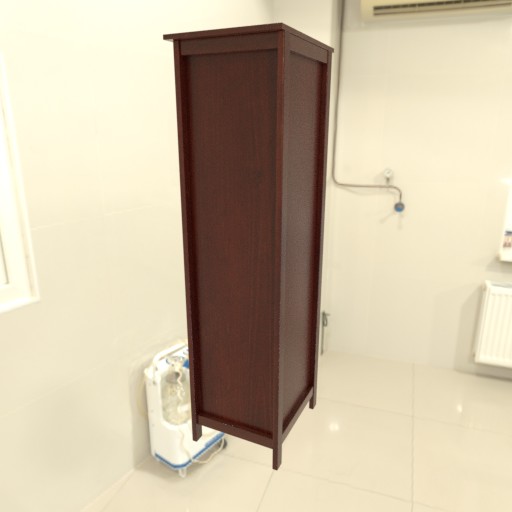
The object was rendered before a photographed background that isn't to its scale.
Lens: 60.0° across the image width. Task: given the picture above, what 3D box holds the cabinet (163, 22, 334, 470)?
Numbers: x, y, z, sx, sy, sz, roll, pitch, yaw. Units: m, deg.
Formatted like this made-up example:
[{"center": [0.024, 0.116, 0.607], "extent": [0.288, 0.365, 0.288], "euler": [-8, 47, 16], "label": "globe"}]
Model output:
[{"center": [0.000, 0.000, 1.725], "extent": [0.401, 1.518, 0.500], "euler": [8, 19, 25], "label": "cabinet"}]
